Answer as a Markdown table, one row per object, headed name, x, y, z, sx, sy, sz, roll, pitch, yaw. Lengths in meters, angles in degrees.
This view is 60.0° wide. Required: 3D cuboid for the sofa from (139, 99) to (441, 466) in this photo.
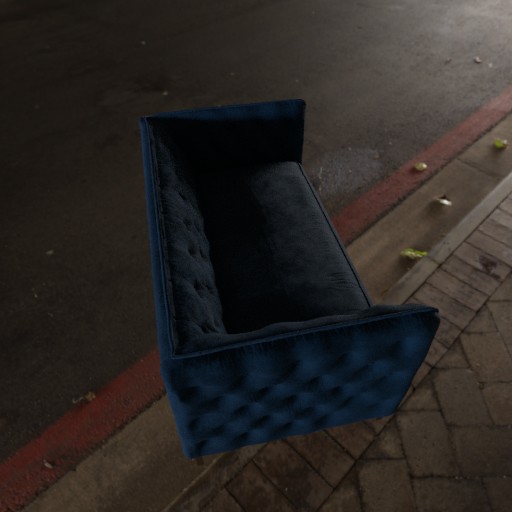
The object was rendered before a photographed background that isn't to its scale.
| name | x | y | z | sx | sy | sz | roll | pitch | yaw |
| --- | --- | --- | --- | --- | --- | --- | --- | --- | --- |
| sofa | 0.000 | 0.000 | 2.105 | 0.909 | 0.810 | 1.583 | -9 | 46 | -9 |
